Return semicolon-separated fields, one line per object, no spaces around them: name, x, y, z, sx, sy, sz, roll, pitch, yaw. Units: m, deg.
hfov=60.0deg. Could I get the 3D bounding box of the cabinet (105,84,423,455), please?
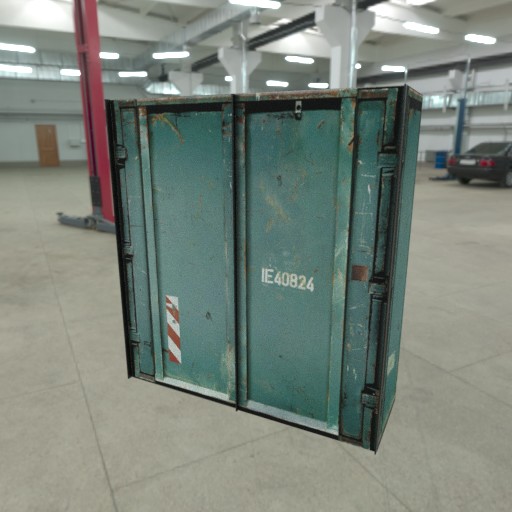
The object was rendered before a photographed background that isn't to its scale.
cabinet;0.000;0.000;3.193;2.000;2.160;0.680;7;17;26
